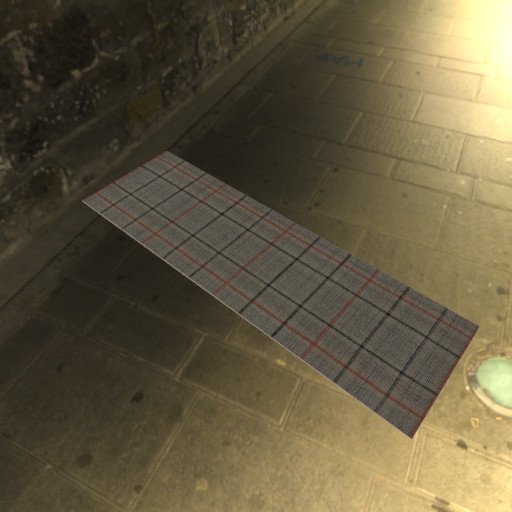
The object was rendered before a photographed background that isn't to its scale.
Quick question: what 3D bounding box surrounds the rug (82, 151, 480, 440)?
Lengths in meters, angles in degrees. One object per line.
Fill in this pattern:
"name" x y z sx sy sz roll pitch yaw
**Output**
"rug" 0.000 0.000 2.660 2.439 0.008 0.762 32 55 26
